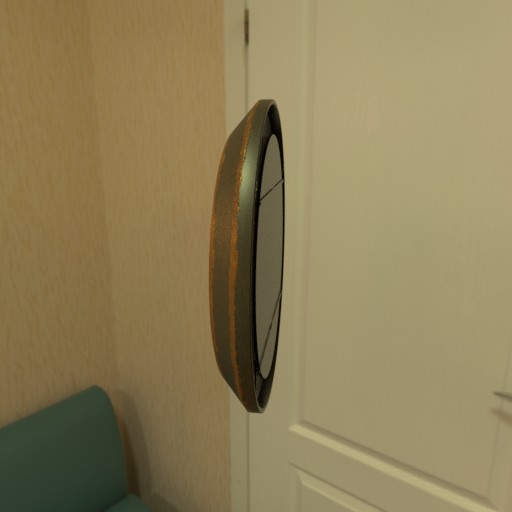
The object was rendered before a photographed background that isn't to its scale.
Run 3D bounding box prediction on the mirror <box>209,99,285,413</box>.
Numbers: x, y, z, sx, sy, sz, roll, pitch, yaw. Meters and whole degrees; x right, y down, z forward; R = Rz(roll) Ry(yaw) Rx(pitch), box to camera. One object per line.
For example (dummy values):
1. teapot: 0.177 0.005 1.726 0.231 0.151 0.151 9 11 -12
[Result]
1. mirror: 0.000 0.000 1.363 0.111 0.907 0.907 2 15 8
